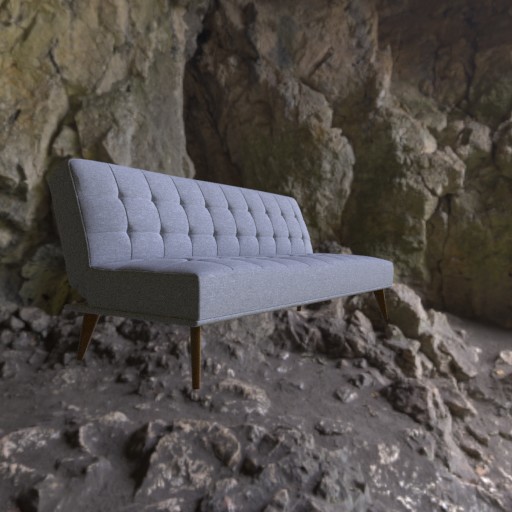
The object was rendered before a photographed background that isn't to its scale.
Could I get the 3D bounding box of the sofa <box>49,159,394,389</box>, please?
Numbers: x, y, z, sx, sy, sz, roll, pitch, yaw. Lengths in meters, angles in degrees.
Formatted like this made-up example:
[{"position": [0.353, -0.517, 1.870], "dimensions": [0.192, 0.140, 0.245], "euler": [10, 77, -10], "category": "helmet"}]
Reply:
[{"position": [0.000, 0.000, 2.315], "dimensions": [0.860, 0.810, 1.800], "euler": [1, 1, 36], "category": "sofa"}]
